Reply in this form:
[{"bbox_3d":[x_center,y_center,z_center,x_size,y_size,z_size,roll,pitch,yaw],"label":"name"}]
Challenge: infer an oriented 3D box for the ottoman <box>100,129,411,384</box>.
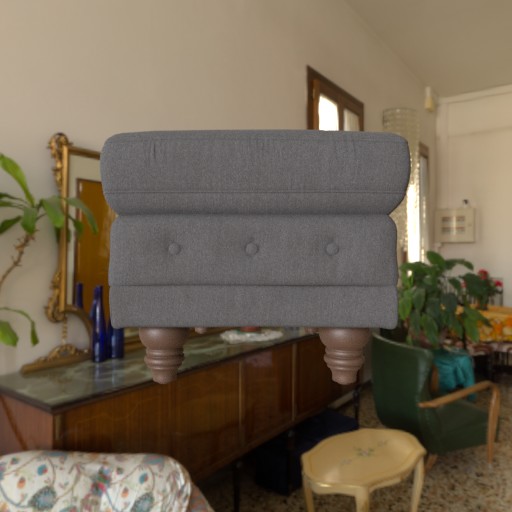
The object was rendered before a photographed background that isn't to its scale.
[{"bbox_3d":[0.000,0.000,1.158,0.569,0.500,0.771,0,0,1],"label":"ottoman"}]
